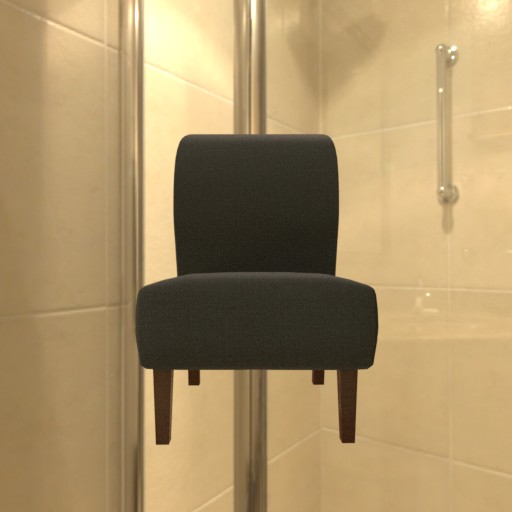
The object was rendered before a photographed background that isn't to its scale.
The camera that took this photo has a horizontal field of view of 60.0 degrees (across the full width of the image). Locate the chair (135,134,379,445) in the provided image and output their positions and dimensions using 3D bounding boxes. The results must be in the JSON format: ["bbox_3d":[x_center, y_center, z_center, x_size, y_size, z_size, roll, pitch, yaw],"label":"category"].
[{"bbox_3d":[0.000,0.000,1.187,0.513,0.804,0.592,0,-1,-1],"label":"chair"}]
